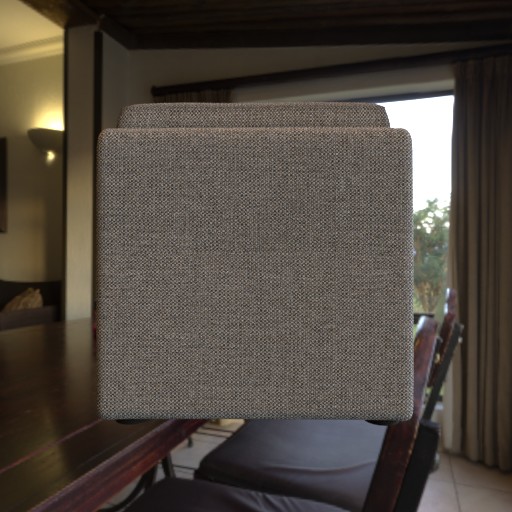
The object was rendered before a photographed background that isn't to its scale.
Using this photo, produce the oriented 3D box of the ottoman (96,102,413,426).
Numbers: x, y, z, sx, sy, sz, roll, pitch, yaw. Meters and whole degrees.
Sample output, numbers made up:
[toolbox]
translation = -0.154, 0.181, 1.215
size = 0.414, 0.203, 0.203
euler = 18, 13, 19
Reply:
[ottoman]
translation = 0.000, 0.000, 0.841
size = 0.454, 0.487, 0.436
euler = 0, 0, 1
